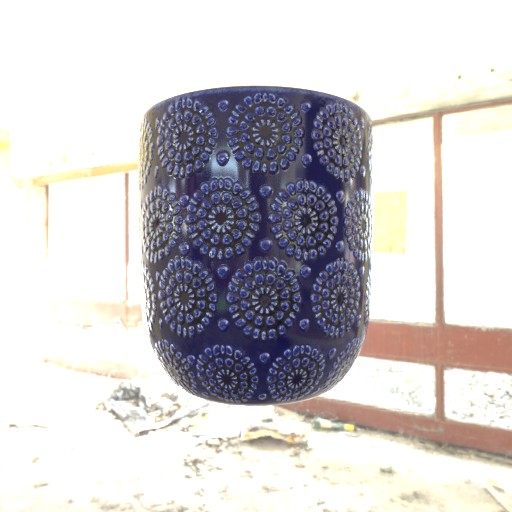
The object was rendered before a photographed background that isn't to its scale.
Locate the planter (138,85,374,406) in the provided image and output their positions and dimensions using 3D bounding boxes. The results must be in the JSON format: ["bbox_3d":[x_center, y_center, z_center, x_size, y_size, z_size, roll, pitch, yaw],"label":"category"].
[{"bbox_3d":[0.000,0.000,0.356,0.184,0.206,0.184,0,-1,0],"label":"planter"}]
